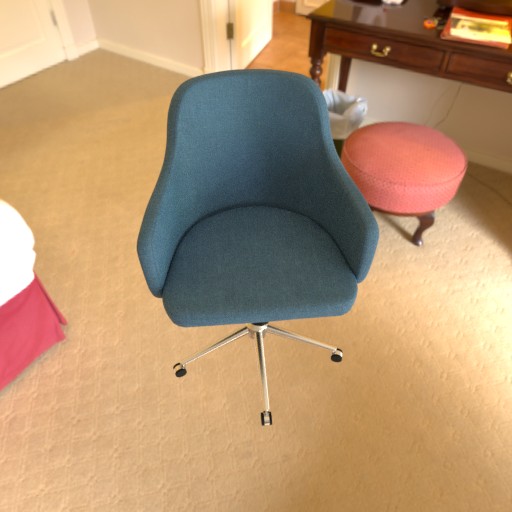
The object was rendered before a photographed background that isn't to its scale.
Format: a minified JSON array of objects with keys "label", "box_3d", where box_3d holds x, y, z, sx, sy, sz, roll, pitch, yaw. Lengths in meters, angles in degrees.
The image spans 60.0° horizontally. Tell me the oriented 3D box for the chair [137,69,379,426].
[{"label":"chair","box_3d":[0.000,0.000,1.280,0.599,0.820,0.655,-4,46,-4]}]
